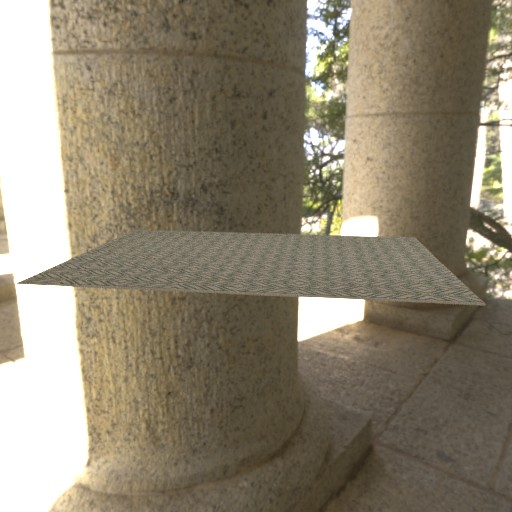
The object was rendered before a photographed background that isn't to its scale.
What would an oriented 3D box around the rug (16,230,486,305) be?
[{"bbox_3d":[0.000,0.000,2.289,1.828,0.007,1.220,2,14,8],"label":"rug"}]
